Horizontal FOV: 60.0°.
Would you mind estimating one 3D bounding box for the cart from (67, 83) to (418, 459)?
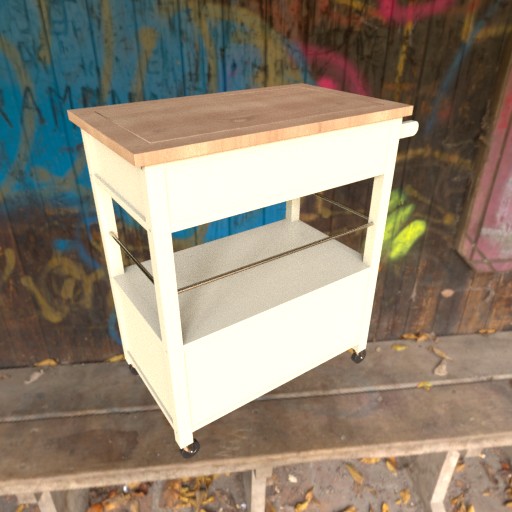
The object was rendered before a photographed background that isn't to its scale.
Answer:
[{"bbox_3d":[0.000,0.000,1.380,0.840,0.901,0.459,-19,35,-29],"label":"cart"}]
